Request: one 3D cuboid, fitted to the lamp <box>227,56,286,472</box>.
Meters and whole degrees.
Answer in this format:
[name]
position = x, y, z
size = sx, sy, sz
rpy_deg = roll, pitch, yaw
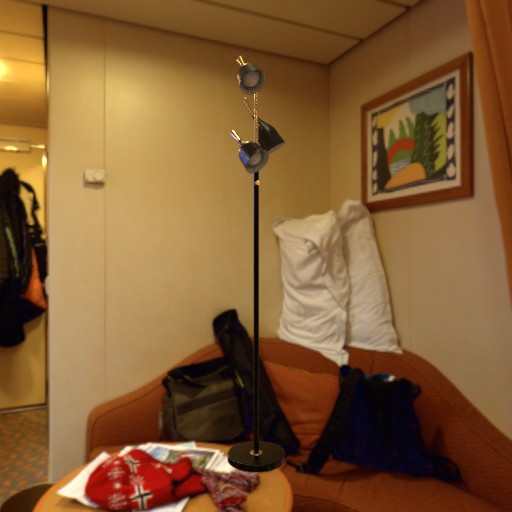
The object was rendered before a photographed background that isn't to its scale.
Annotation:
[lamp]
position = 0.000, 0.000, 1.950
size = 0.253, 1.778, 0.434
rpy_deg = 0, -1, 19
